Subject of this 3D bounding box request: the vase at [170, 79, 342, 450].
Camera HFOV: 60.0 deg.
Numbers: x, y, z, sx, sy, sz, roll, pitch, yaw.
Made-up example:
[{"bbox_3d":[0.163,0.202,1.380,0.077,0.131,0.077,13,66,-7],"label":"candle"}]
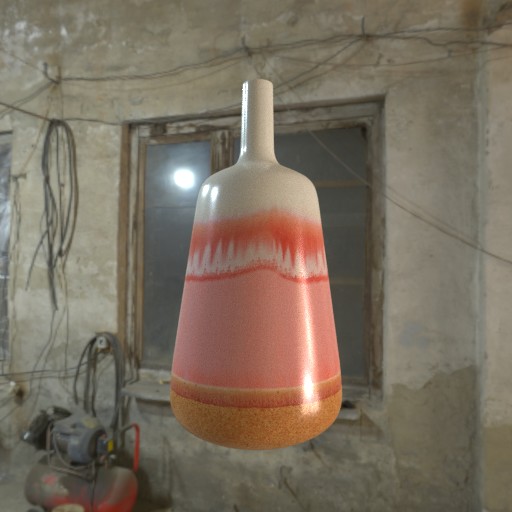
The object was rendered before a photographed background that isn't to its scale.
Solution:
[{"bbox_3d":[0.000,0.000,0.381,0.144,0.296,0.144,0,-1,0],"label":"vase"}]
